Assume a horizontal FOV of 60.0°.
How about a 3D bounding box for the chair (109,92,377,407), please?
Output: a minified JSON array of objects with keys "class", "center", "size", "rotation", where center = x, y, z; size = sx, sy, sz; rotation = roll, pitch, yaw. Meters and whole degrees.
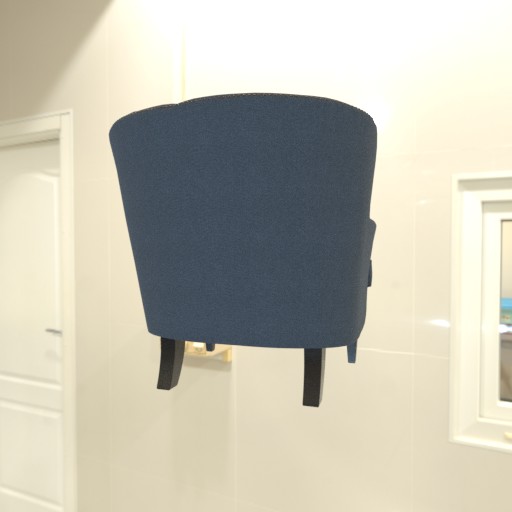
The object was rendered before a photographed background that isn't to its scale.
[{"class":"chair","center":[0.000,0.000,1.583],"size":[0.848,0.868,0.906],"rotation":[1,2,18]}]
